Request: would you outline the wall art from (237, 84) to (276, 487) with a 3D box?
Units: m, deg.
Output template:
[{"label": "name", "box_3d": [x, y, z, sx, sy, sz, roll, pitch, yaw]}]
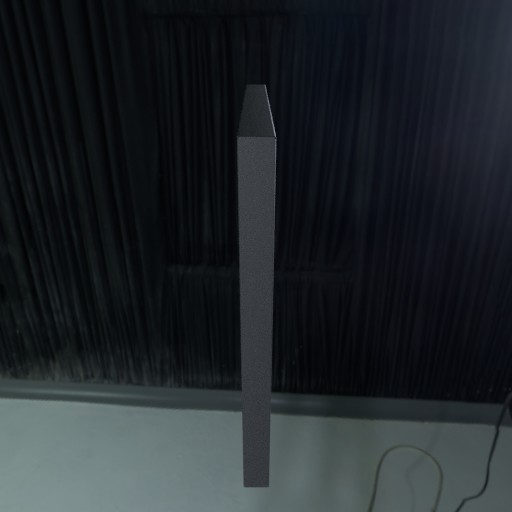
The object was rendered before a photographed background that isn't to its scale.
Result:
[{"label": "wall art", "box_3d": [0.000, 0.000, 0.765, 0.037, 0.508, 0.508, 0, 26, 0]}]
